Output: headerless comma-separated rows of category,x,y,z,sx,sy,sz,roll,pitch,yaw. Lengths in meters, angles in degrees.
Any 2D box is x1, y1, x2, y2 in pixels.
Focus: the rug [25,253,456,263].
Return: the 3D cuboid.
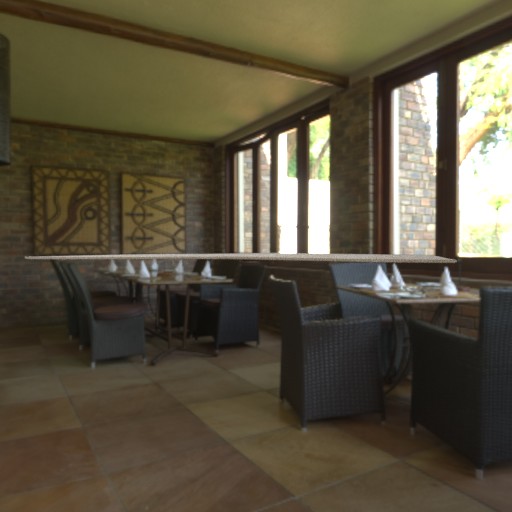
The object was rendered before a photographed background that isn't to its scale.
rug,0.000,0.000,3.718,2.869,0.038,2.032,0,1,18
